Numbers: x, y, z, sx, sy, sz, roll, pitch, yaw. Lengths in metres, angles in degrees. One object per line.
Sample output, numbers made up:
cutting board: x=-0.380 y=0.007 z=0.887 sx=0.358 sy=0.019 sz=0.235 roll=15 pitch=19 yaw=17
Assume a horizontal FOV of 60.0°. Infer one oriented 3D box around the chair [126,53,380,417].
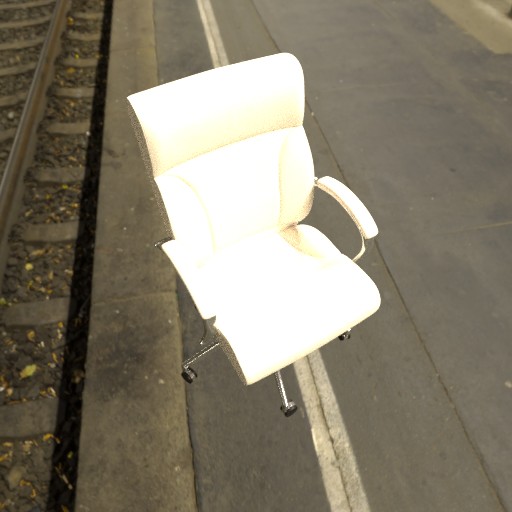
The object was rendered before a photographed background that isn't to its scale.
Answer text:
chair: x=0.000 y=0.000 z=1.569 sx=0.727 sy=1.099 sz=0.745 roll=-25 pitch=53 yaw=-21
